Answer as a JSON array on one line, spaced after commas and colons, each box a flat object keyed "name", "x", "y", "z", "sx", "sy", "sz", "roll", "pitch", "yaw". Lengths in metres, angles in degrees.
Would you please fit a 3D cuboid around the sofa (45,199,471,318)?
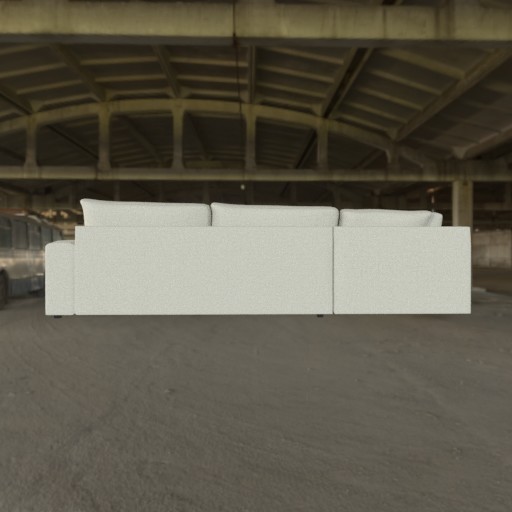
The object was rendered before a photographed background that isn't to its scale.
[{"name": "sofa", "x": 0.000, "y": 0.000, "z": 4.854, "sx": 3.206, "sy": 0.918, "sz": 3.066, "roll": 0, "pitch": 0, "yaw": -1}]
